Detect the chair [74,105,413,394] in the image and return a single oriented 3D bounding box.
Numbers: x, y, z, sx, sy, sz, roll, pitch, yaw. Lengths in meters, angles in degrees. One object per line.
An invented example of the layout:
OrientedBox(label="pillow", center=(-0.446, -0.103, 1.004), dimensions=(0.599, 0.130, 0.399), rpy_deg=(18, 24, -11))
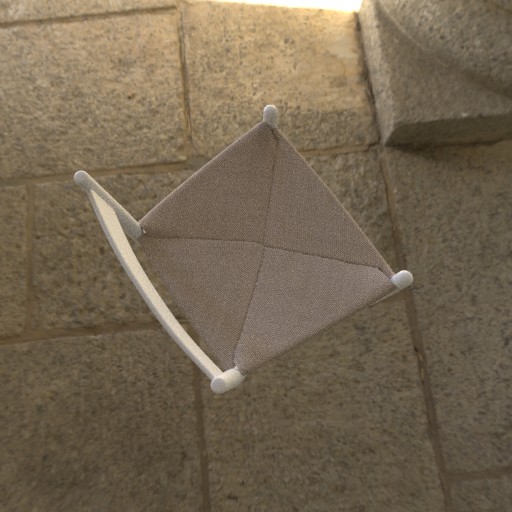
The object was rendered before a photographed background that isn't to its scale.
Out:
OrientedBox(label="chair", center=(0.000, 0.000, 1.122), dimensions=(0.495, 0.762, 0.556), rpy_deg=(-35, 78, -8))
